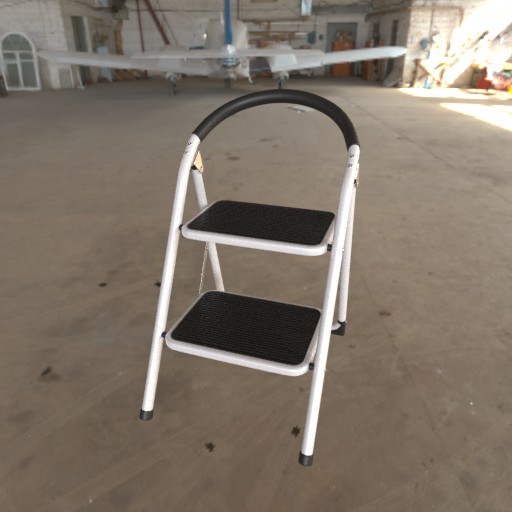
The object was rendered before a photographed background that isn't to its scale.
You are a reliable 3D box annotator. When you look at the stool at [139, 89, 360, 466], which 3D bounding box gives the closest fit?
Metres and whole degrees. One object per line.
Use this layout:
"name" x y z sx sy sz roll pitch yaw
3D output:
"stool" 0.000 0.000 1.137 0.453 0.760 0.559 8 27 17
